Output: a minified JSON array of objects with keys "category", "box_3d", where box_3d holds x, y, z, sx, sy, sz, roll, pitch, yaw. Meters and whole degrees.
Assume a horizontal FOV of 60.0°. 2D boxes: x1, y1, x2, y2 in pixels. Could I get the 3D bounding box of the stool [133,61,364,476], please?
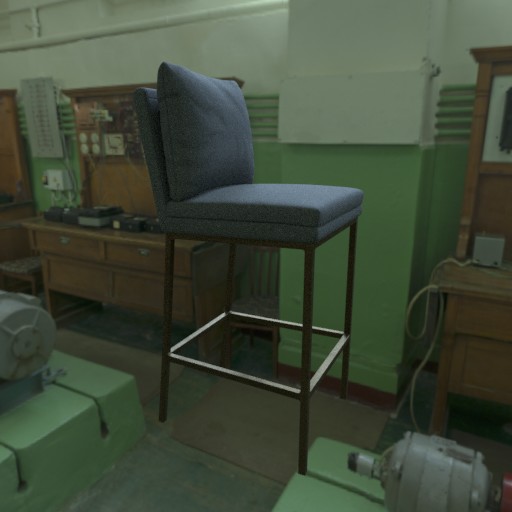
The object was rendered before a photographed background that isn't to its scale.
[{"category":"stool","box_3d":[0.000,0.000,1.427,0.569,1.130,0.463,7,17,26]}]
